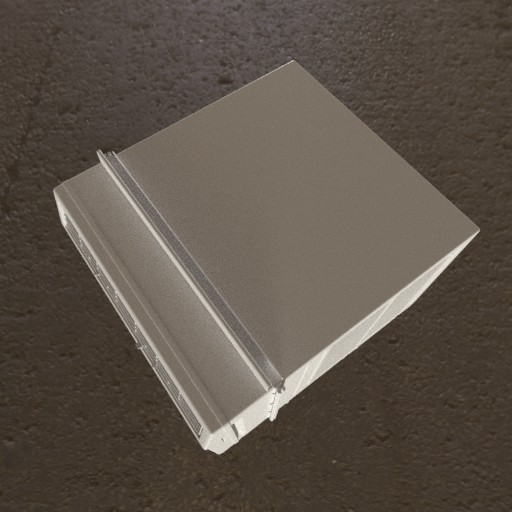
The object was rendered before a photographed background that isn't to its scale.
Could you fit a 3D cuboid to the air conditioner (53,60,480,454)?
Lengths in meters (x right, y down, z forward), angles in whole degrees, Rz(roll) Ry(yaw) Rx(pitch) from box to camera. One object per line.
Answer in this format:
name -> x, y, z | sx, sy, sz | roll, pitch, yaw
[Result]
air conditioner -> 0.000, 0.000, 0.872 | 0.546, 0.388, 0.503 | -33, 68, -15
